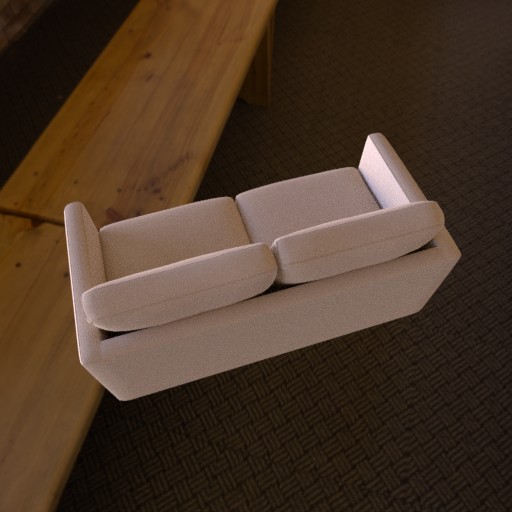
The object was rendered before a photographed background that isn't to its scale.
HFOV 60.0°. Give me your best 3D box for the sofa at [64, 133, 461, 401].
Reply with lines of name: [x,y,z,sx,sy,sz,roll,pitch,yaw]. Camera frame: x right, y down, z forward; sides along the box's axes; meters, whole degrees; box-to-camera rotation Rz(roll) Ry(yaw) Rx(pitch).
sofa: [0.000,0.000,2.289,1.722,0.888,0.873,-15,60,-9]
